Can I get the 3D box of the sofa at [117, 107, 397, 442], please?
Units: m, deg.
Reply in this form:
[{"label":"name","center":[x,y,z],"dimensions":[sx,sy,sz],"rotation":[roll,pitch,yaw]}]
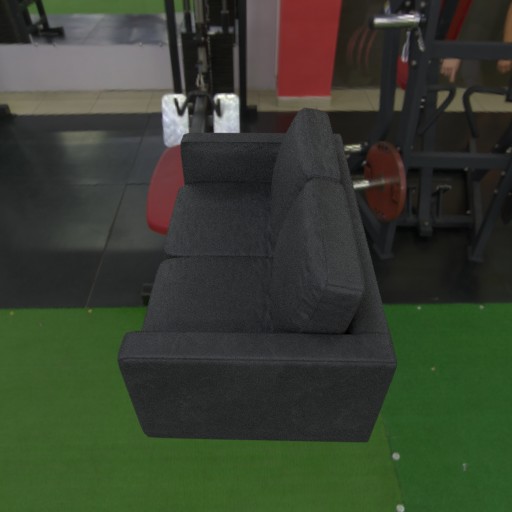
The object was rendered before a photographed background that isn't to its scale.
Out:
[{"label":"sofa","center":[0.000,0.000,2.001],"dimensions":[0.879,0.899,1.430],"rotation":[1,43,1]}]
